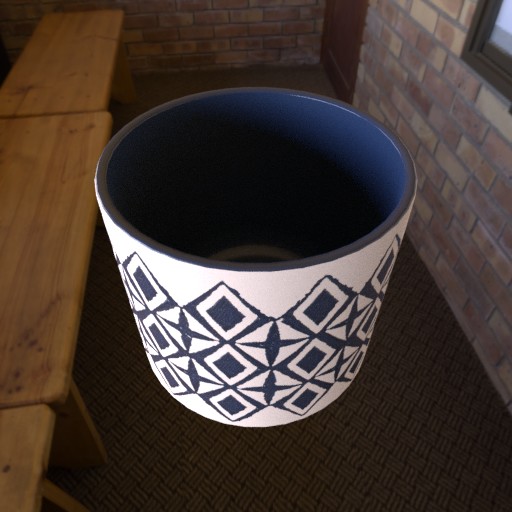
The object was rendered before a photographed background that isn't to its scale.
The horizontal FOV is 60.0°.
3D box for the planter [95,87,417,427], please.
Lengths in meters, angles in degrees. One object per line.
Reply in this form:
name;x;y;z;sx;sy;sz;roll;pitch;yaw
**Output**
planter;0.000;0.000;0.313;0.182;0.165;0.182;0;45;0
